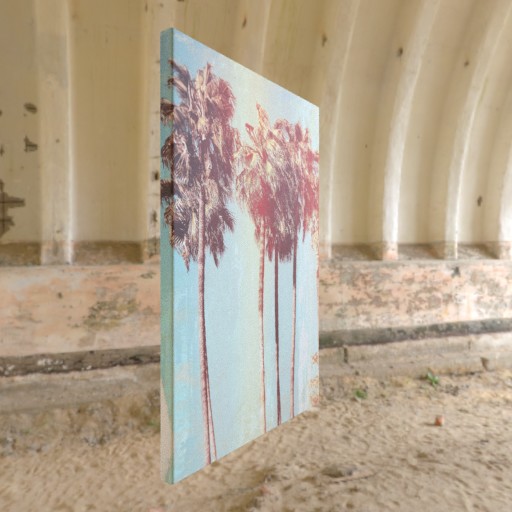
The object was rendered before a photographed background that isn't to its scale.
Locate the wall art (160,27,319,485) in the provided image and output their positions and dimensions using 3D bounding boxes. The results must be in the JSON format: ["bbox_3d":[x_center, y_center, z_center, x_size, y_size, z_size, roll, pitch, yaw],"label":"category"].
[{"bbox_3d":[0.000,0.000,1.133,0.037,0.915,0.605,0,0,37],"label":"wall art"}]
